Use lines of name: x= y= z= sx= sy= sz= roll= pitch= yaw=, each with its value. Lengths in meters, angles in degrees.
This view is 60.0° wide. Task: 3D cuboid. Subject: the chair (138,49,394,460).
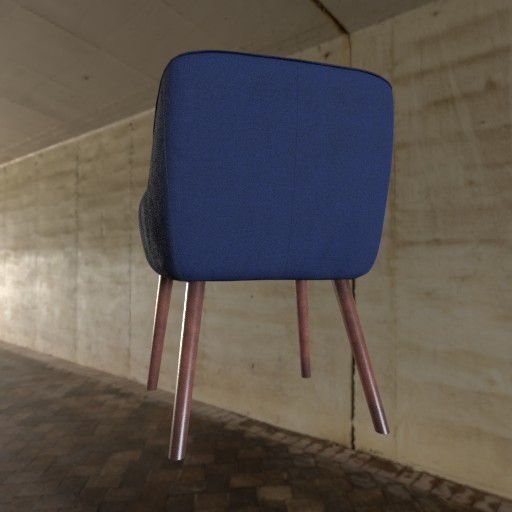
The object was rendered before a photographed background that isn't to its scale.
chair: x=0.000 y=0.000 z=1.195 sx=0.600 sy=0.820 sz=0.600 roll=0 pitch=-1 yaw=-16
